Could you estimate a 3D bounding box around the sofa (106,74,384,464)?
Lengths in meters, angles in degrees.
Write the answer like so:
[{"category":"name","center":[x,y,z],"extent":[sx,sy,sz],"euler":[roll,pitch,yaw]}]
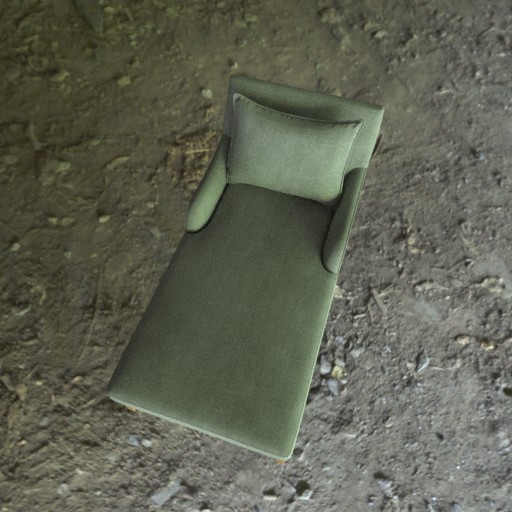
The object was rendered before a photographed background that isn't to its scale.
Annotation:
[{"category":"sofa","center":[0.000,0.000,2.335],"extent":[0.894,0.859,1.779],"euler":[16,60,9]}]
